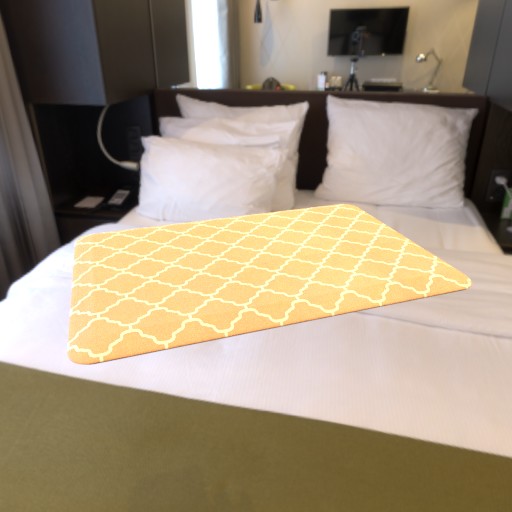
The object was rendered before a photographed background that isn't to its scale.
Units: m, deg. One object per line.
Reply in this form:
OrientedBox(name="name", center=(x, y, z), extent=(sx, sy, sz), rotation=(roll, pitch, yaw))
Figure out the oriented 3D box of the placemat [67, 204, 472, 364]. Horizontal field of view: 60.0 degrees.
OrientedBox(name="placemat", center=(0.000, 0.000, 0.975), extent=(0.762, 0.021, 0.508), rotation=(-8, 27, -17))
